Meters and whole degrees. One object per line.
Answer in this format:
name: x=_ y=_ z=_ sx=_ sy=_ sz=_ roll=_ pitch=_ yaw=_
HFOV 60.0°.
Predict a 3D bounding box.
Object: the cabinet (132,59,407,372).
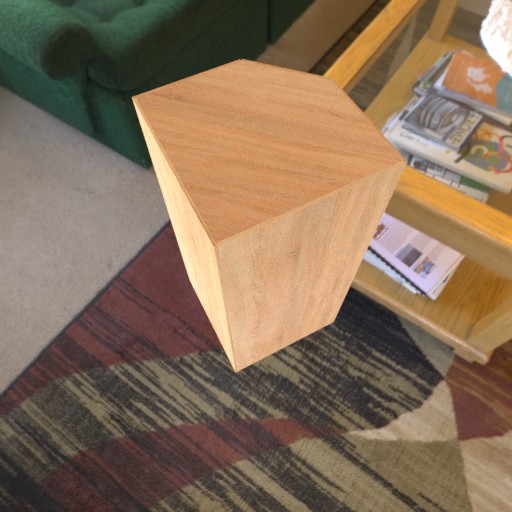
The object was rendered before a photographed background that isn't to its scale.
cabinet: x=0.000 y=0.000 z=2.932 sx=1.327 sy=2.120 sz=1.094 roll=16 pitch=63 yaw=8
